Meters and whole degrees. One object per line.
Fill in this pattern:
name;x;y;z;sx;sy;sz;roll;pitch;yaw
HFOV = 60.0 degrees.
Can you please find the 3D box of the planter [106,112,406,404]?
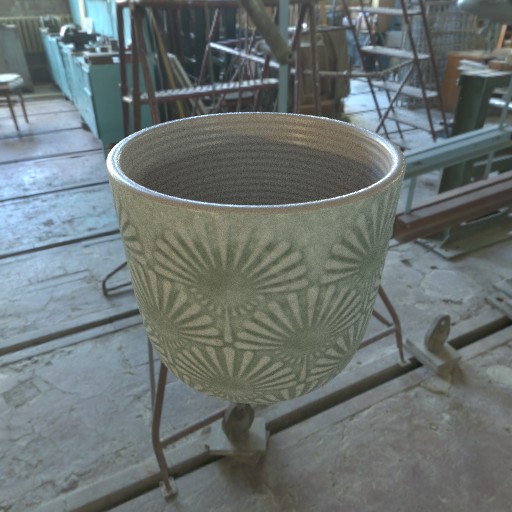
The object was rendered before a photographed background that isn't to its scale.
planter;0.000;0.000;0.218;0.124;0.109;0.124;0;32;0
